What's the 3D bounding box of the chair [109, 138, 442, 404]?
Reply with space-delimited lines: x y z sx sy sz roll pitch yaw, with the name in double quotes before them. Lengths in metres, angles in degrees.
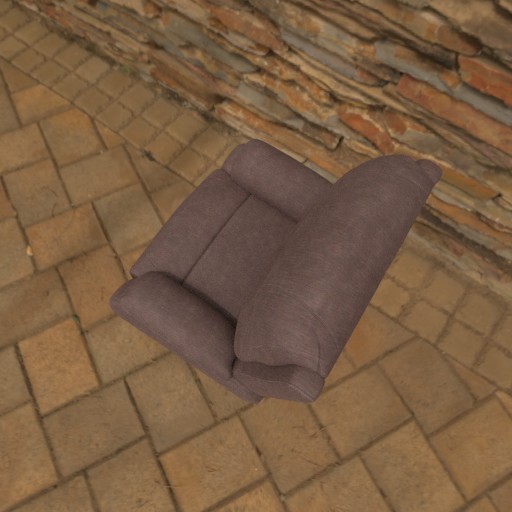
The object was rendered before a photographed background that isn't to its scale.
"chair" 0.000 0.000 1.733 0.899 1.011 0.930 30 68 14
